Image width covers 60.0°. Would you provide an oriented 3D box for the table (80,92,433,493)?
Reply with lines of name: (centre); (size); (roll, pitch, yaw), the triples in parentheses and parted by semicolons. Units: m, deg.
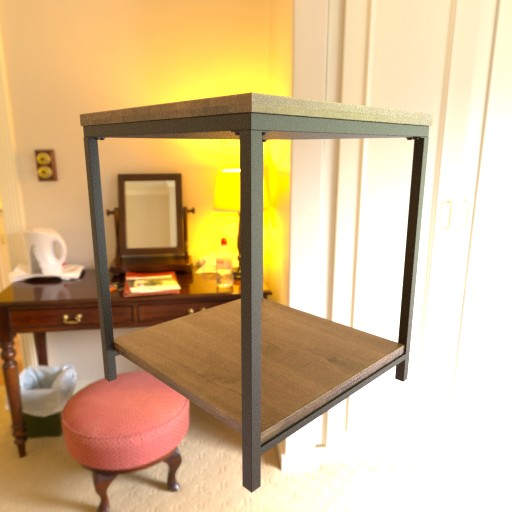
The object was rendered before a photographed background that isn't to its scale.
table: (0.000, 0.000, 0.964); (0.507, 0.589, 0.503); (-13, 19, -43)
